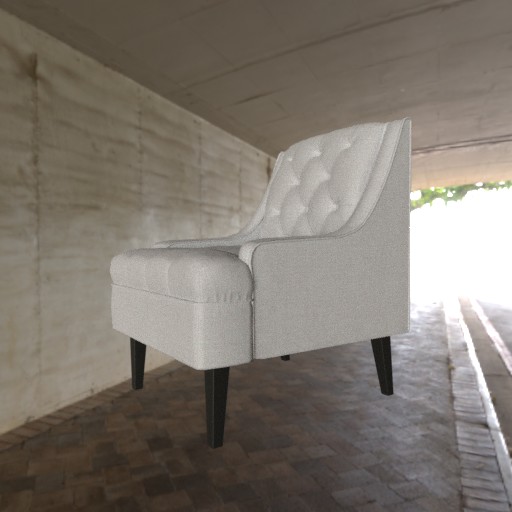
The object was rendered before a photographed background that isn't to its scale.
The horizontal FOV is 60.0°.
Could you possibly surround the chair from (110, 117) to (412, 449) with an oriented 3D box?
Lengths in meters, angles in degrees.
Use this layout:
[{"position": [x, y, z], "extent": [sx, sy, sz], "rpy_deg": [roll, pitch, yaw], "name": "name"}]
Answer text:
[{"position": [0.000, 0.000, 1.439], "extent": [0.772, 0.891, 0.658], "rpy_deg": [-1, 2, -35], "name": "chair"}]
